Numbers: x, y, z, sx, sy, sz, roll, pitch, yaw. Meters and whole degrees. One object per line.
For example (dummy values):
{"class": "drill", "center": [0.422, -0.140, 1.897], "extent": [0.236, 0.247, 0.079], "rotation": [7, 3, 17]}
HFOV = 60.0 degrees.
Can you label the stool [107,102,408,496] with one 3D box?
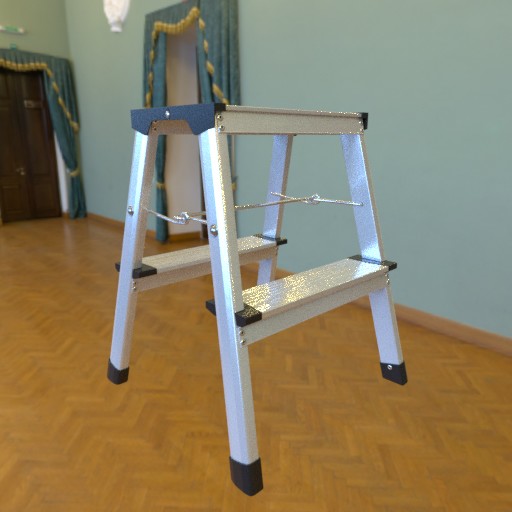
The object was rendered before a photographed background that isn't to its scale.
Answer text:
{"class": "stool", "center": [0.000, 0.000, 0.770], "extent": [0.404, 0.480, 0.405], "rotation": [-14, 20, -42]}
